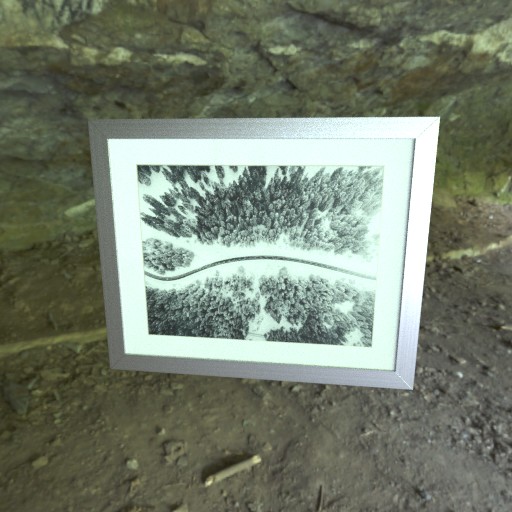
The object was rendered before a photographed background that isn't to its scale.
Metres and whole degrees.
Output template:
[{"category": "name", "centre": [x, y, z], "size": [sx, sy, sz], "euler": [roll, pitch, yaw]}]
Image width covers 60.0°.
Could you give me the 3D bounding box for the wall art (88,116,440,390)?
[{"category": "wall art", "centre": [0.000, 0.000, 0.768], "size": [0.557, 0.456, 0.032], "euler": [2, 15, 7]}]
